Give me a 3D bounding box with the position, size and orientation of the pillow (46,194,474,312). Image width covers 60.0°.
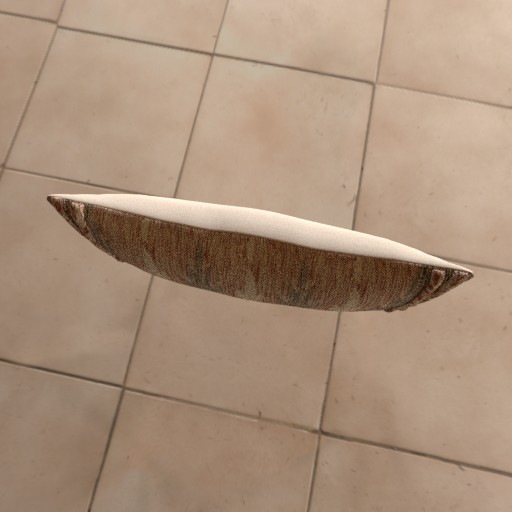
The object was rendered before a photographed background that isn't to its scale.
[{"bbox_3d":[0.000,0.000,0.747,0.635,0.282,0.139,10,76,3],"label":"pillow"}]
